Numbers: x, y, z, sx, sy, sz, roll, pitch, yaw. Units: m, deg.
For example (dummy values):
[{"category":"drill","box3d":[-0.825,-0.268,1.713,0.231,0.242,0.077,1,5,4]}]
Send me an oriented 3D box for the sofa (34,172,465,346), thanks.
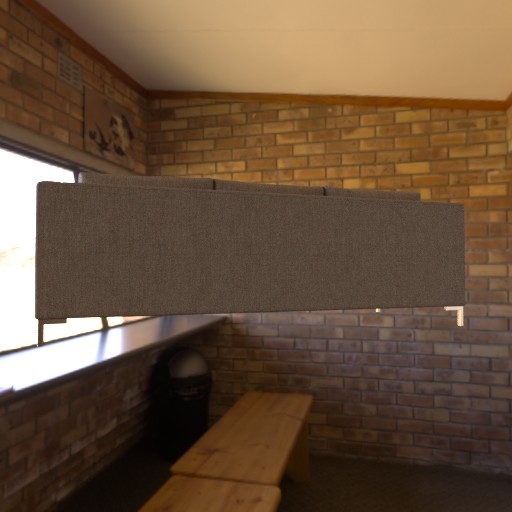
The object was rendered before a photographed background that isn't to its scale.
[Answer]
[{"category":"sofa","box3d":[0.000,0.000,2.834,2.415,0.867,0.969,0,-2,-18]}]
